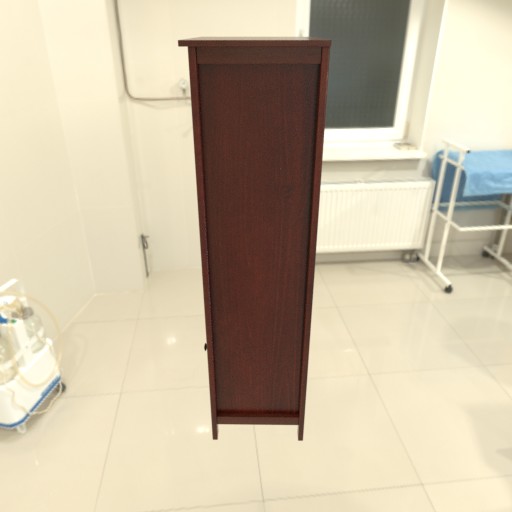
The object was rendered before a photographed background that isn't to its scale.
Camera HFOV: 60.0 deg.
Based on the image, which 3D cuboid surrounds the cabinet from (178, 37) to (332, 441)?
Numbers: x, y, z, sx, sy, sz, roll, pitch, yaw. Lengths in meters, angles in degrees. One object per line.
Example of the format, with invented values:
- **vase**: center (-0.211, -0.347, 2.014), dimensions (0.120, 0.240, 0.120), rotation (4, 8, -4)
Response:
- **cabinet**: center (0.000, 0.000, 1.720), dimensions (0.401, 1.518, 0.500), rotation (0, 27, 1)
